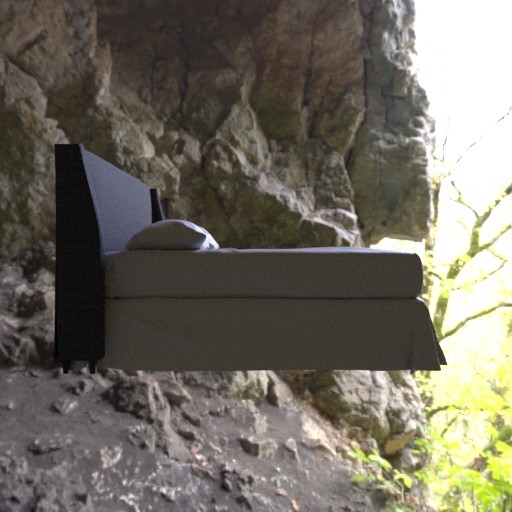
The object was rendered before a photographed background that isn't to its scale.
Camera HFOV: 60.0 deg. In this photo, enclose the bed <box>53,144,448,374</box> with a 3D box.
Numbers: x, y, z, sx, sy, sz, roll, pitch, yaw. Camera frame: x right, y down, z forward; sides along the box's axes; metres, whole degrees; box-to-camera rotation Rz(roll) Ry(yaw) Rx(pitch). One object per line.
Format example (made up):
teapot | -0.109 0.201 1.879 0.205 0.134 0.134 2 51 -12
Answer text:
bed | 0.000 0.000 3.422 2.276 1.332 1.925 0 1 1
